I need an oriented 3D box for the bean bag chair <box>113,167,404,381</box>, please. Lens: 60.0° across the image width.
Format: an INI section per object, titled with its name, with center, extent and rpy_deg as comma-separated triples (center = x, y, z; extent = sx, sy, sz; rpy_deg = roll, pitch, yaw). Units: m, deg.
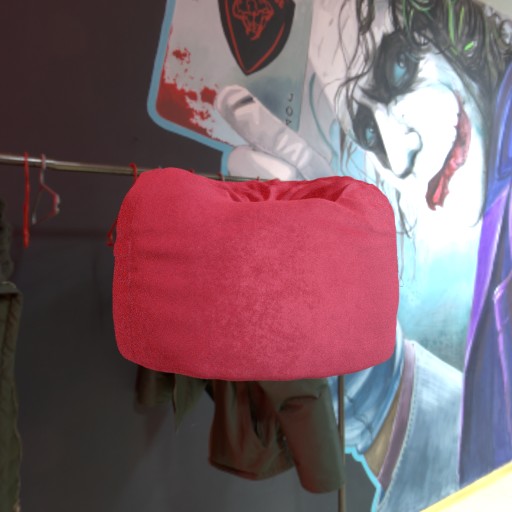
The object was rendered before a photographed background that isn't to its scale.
[bean bag chair]
center = 0.000, 0.000, 1.963
extent = 1.218, 0.788, 1.218
rpy_deg = 0, 1, 0
